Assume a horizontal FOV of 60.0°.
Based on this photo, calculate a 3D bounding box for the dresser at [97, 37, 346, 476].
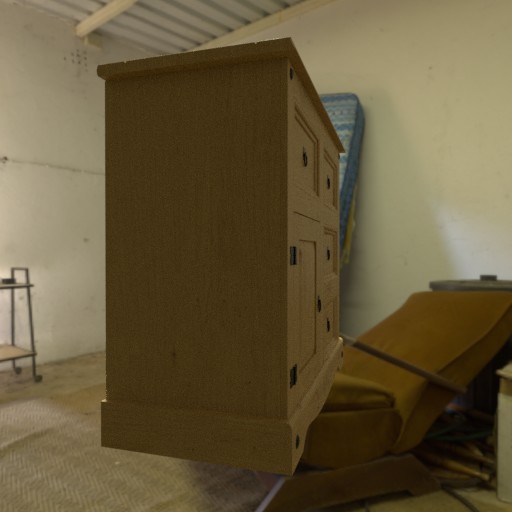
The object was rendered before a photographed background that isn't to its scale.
[{"bbox_3d":[0.000,0.000,1.337,0.440,0.835,0.915,0,1,17],"label":"dresser"}]
